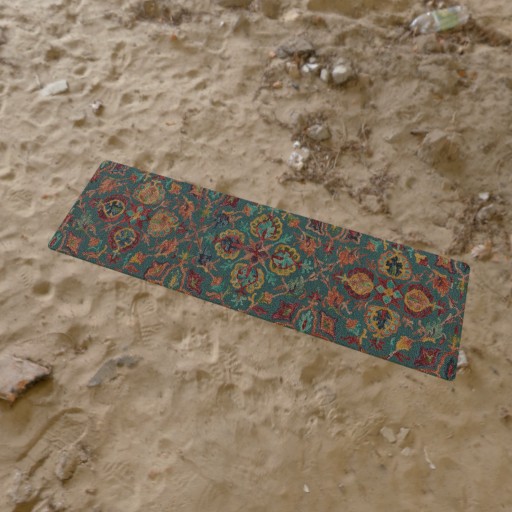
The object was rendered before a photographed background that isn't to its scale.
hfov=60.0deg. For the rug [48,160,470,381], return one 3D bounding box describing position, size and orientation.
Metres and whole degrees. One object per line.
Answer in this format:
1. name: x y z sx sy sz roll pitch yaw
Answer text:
1. rug: 0.000 0.000 2.487 2.286 0.013 0.686 17 63 9
